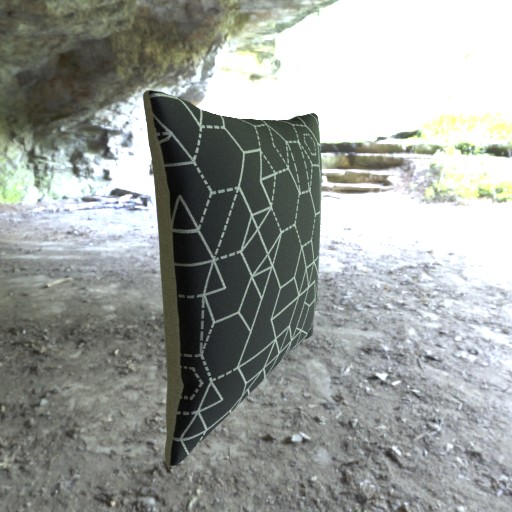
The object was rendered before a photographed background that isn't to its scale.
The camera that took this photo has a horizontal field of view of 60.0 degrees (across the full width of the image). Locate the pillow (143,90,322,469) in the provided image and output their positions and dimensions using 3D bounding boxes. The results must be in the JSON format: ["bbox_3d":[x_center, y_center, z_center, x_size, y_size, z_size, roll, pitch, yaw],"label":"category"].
[{"bbox_3d":[0.000,0.000,0.782,0.158,0.508,0.517,8,17,28],"label":"pillow"}]
